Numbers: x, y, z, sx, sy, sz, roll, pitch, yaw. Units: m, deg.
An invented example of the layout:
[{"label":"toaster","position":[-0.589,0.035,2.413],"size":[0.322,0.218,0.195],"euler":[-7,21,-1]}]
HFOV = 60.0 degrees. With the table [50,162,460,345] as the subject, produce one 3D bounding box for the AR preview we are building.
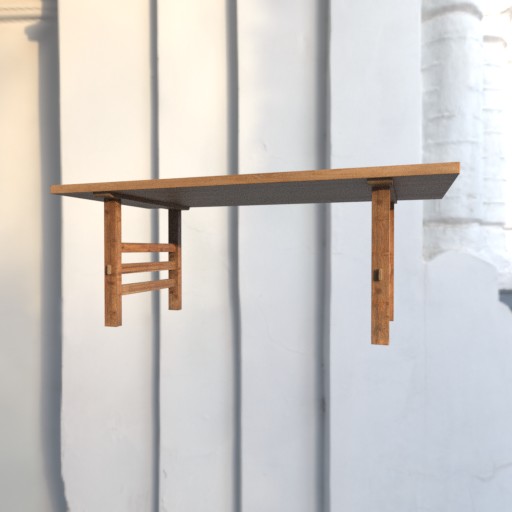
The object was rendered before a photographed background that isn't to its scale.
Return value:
[{"label":"table","position":[0.000,0.000,2.502],"size":[2.003,0.760,0.952],"euler":[0,1,19]}]
